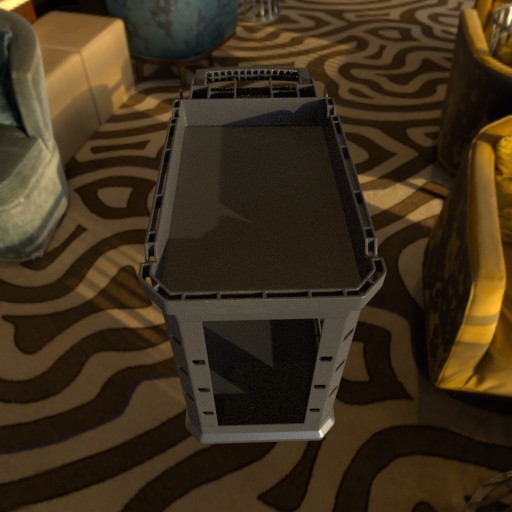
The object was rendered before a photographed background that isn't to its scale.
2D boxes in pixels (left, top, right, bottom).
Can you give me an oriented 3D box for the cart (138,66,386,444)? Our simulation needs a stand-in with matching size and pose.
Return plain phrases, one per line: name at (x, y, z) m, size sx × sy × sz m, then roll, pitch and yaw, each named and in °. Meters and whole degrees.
cart at (0.000, 0.000, 1.520) m, size 0.497 × 0.884 × 1.061 m, roll -1°, pitch 47°, yaw -1°
